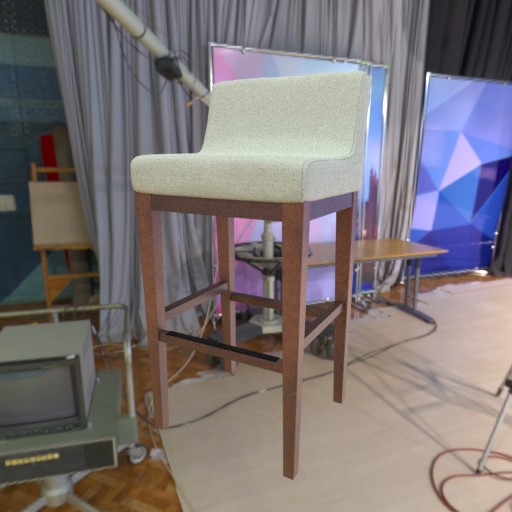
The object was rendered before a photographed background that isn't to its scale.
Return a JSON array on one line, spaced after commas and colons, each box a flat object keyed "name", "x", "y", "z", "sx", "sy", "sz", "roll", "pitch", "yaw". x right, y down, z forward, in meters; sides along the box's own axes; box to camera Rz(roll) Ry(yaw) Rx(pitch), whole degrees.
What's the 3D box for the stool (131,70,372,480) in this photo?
[{"name": "stool", "x": 0.000, "y": 0.000, "z": 1.307, "sx": 0.511, "sy": 1.037, "sz": 0.500, "roll": 8, "pitch": 16, "yaw": 28}]
